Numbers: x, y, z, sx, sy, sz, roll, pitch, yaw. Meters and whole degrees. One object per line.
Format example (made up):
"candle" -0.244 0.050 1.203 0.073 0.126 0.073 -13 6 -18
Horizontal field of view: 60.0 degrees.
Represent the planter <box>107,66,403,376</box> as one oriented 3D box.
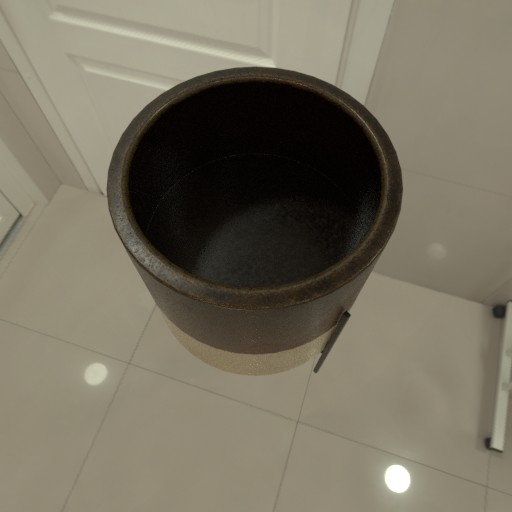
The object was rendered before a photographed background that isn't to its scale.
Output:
"planter" 0.000 0.000 0.721 0.345 0.465 0.354 16 65 8
